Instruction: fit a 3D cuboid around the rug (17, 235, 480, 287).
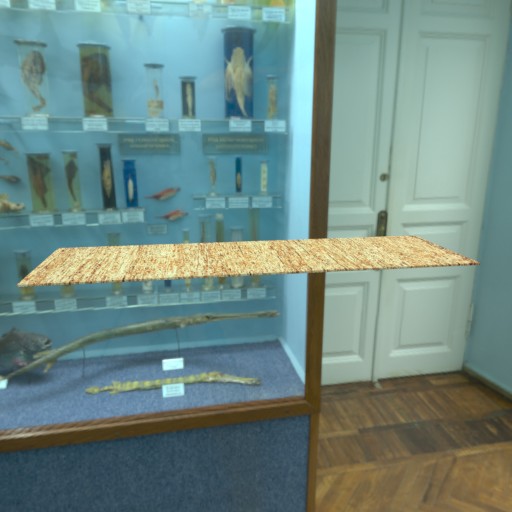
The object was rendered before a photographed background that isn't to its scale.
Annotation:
[{"bbox_3d":[0.000,0.000,2.437,2.237,0.014,0.680,-2,15,-9],"label":"rug"}]
